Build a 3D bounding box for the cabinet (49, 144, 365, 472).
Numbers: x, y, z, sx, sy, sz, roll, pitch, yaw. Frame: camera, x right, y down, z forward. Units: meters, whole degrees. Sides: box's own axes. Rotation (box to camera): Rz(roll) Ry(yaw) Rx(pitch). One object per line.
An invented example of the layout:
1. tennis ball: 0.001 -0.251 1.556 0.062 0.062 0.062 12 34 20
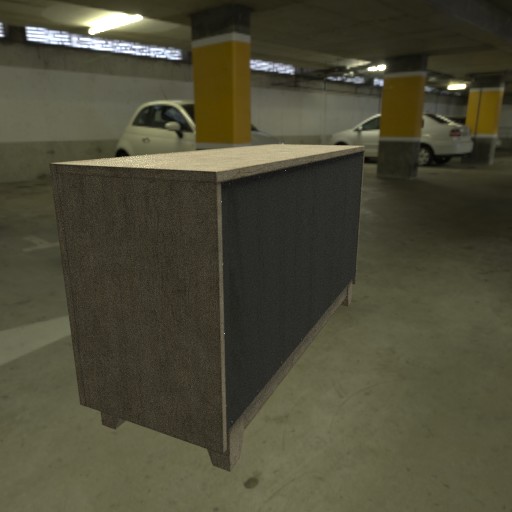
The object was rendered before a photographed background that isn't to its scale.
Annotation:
1. cabinet: 0.000 0.000 1.800 0.511 0.825 1.460 8 18 24
